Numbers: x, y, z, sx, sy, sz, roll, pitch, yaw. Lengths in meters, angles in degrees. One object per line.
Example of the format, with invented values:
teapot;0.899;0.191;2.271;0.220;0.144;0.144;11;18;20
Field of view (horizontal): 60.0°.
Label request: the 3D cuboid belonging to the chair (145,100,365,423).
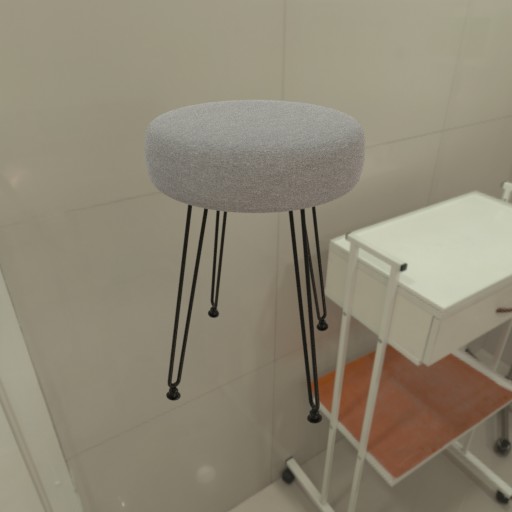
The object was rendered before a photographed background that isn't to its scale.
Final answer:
chair;0.000;0.000;0.707;0.350;0.440;0.350;-18;34;-29
